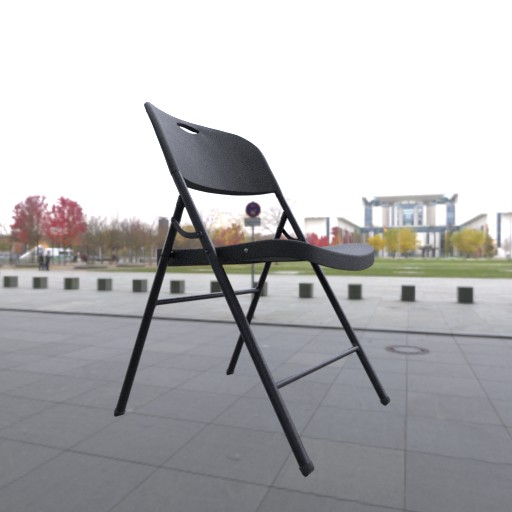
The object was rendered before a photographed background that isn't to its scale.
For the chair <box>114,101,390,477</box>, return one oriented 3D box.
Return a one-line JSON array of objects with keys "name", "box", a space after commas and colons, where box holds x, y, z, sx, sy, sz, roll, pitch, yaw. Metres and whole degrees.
[{"name": "chair", "box": [0.000, 0.000, 1.169, 0.567, 0.810, 0.494, 0, 0, 34]}]
